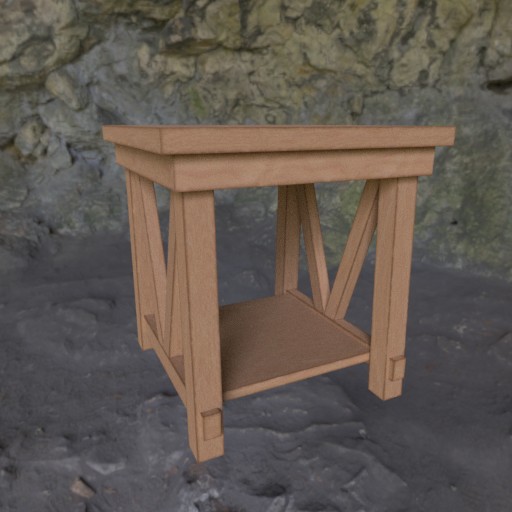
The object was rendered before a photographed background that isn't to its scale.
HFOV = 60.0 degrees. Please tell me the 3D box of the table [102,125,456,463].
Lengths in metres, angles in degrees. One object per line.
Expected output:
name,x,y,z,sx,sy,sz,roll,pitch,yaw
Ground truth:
table,0.000,0.000,1.131,0.610,0.638,0.612,-8,19,-25
